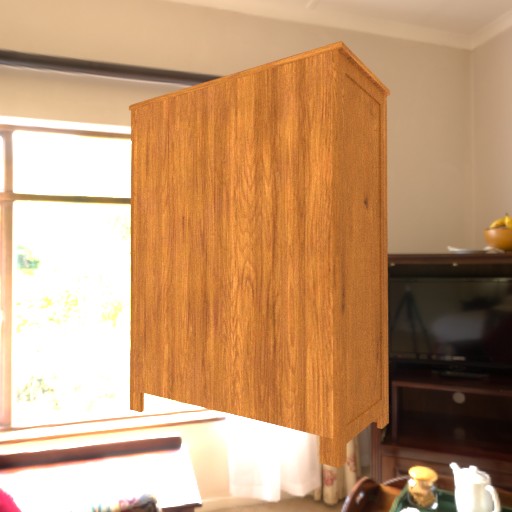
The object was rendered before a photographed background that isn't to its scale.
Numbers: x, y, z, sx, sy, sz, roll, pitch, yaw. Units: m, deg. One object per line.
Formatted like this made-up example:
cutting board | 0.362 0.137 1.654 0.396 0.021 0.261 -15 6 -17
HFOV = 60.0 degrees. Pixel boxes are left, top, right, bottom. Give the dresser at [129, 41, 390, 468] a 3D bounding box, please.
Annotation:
dresser | 0.000 0.000 2.008 1.081 1.431 0.558 -1 -1 35
